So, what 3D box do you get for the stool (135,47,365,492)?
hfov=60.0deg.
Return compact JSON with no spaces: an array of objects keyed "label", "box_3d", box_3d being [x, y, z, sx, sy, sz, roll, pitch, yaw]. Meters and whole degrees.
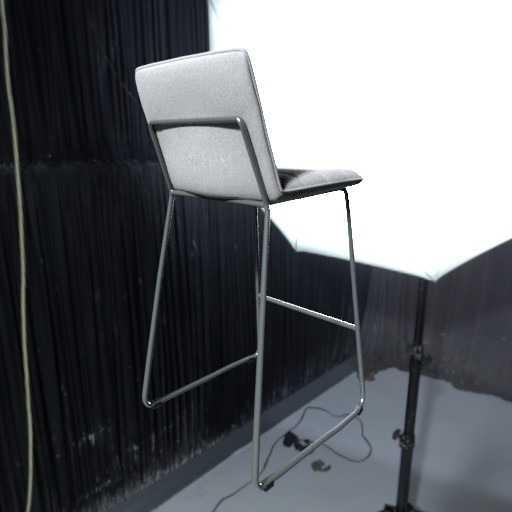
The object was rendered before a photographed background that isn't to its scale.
[{"label":"stool","box_3d":[0.000,0.000,1.217,0.490,0.960,0.490,14,20,43]}]
